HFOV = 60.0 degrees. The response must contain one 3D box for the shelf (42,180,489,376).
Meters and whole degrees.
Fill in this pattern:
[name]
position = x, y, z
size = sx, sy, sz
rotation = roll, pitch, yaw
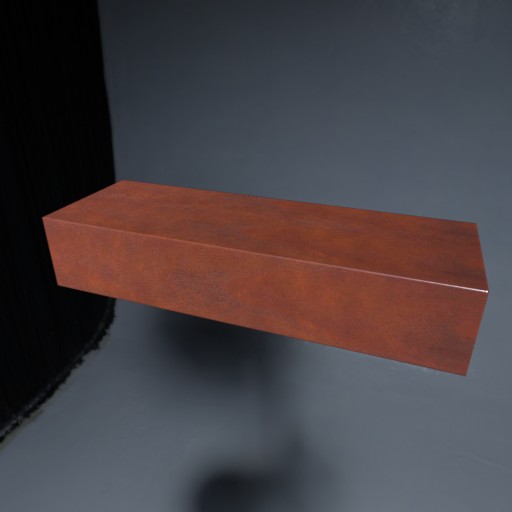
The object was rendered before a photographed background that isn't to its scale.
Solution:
[shelf]
position = 0.000, 0.000, 0.511
size = 0.457, 0.088, 0.152
rotation = 10, 28, 18
